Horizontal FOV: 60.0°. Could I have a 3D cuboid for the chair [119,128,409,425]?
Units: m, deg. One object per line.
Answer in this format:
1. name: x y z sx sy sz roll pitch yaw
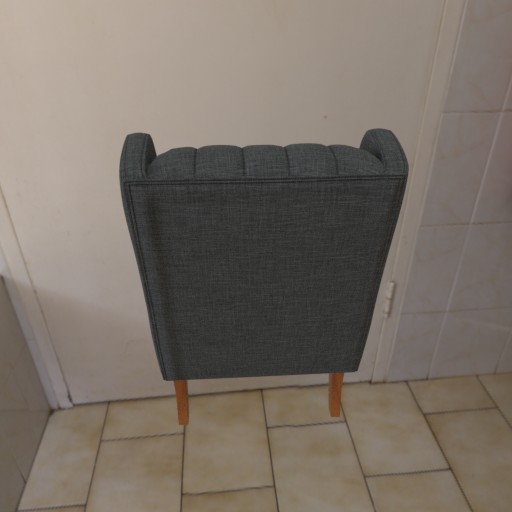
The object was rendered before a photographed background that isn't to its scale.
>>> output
1. chair: 0.000 0.000 1.488 0.711 0.953 0.775 -2 32 -3
